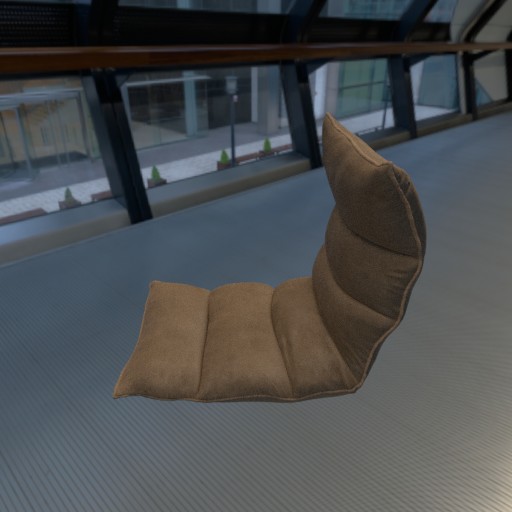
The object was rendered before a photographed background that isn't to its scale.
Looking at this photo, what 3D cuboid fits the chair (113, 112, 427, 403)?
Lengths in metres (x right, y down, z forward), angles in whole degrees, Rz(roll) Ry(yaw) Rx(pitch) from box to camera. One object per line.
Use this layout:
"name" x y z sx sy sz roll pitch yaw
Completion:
"chair" 0.000 0.000 1.616 0.985 0.892 0.714 0 27 -1
